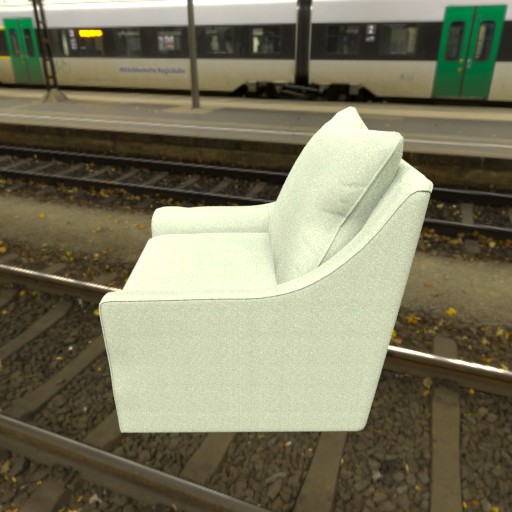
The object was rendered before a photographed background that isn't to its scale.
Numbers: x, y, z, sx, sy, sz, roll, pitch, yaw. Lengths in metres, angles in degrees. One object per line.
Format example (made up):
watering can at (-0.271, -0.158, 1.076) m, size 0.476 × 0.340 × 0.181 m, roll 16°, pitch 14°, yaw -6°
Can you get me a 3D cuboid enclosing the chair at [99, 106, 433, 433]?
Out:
chair at (0.000, 0.000, 1.541) m, size 0.870 × 0.926 × 0.760 m, roll 0°, pitch 25°, yaw 0°
